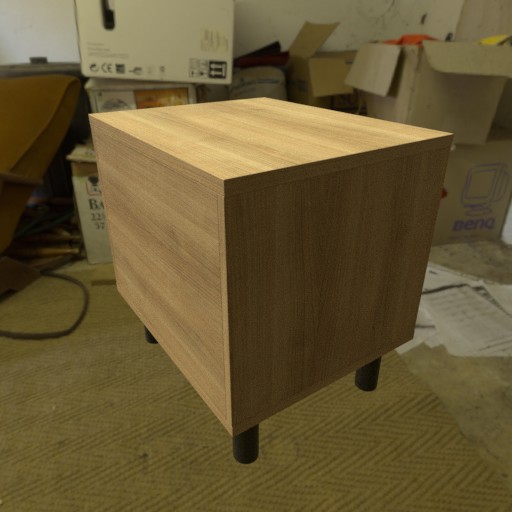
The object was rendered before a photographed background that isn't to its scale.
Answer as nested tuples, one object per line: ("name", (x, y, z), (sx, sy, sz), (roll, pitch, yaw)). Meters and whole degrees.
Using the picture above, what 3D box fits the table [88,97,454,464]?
("table", (0.000, 0.000, 0.784), (0.380, 0.460, 0.445), (-17, 32, -30))
